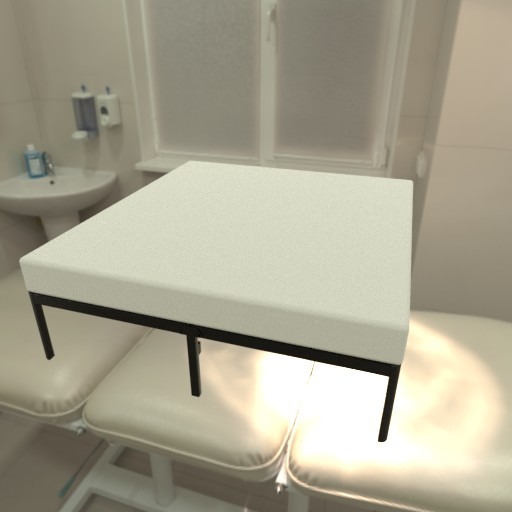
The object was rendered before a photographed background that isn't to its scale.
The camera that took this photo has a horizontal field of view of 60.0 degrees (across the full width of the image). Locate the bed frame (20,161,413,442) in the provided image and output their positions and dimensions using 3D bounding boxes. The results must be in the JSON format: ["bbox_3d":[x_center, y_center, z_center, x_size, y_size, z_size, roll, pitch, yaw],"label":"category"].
[{"bbox_3d":[0.000,0.000,3.052,1.963,0.659,2.079,8,28,16],"label":"bed frame"}]
